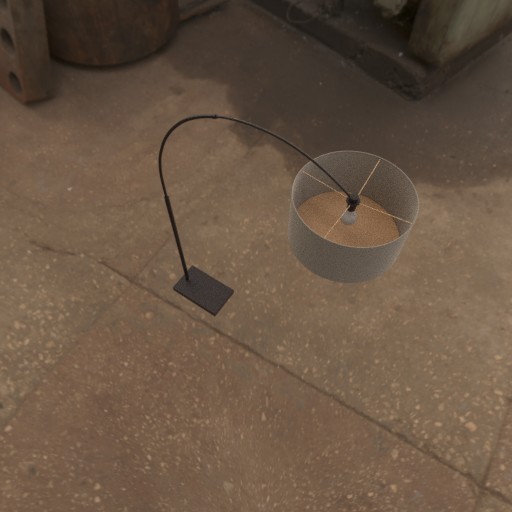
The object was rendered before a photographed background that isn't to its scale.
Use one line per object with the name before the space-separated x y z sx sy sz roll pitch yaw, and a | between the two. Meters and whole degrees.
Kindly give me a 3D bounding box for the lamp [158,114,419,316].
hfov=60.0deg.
lamp | 0.000 0.000 2.580 1.424 1.927 0.493 30 62 18
